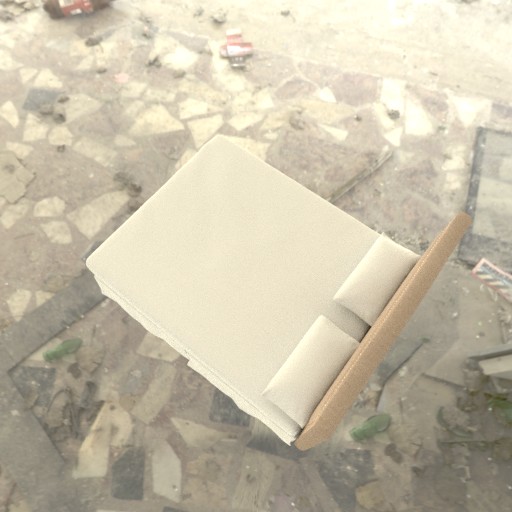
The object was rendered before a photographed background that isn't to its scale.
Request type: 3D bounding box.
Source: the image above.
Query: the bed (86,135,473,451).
[{"bbox_3d":[0.000,0.000,3.464,2.282,1.436,1.821,35,69,16],"label":"bed"}]
